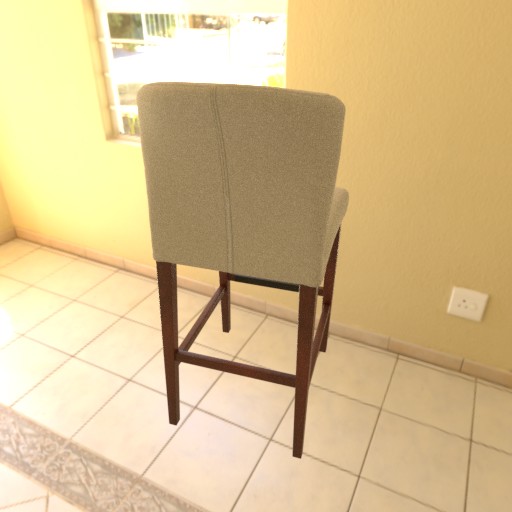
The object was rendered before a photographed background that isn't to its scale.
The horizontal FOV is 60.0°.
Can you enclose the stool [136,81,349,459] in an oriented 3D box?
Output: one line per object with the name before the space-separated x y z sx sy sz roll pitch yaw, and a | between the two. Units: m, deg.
stool | 0.000 0.000 1.344 0.479 1.069 0.568 9 31 15
